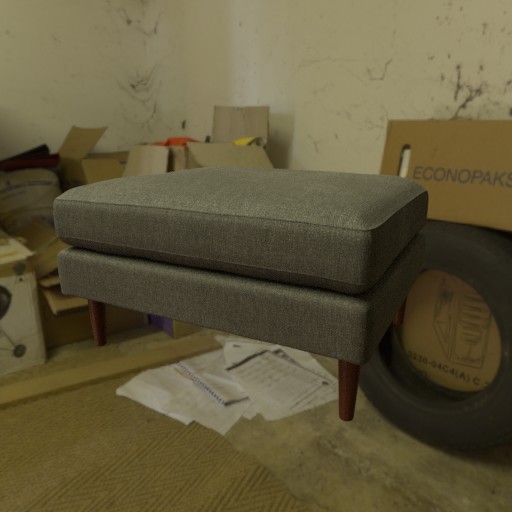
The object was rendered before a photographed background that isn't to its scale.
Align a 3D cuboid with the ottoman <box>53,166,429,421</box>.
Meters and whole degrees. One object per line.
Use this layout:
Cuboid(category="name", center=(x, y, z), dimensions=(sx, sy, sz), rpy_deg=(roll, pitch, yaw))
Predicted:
Cuboid(category="ottoman", center=(0.000, 0.000, 1.256), dimensions=(0.821, 0.474, 0.693), rpy_deg=(8, 17, 27))
